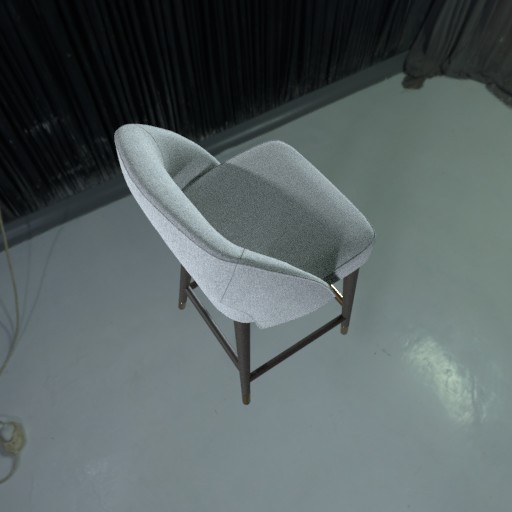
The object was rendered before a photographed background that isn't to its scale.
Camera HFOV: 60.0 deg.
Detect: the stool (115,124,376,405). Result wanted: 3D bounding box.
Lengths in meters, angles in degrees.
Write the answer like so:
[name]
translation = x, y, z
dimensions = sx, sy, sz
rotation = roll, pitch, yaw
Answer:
[stool]
translation = 0.000, 0.000, 1.235
dimensions = 0.509, 0.940, 0.494
rotation = -31, 63, -18
